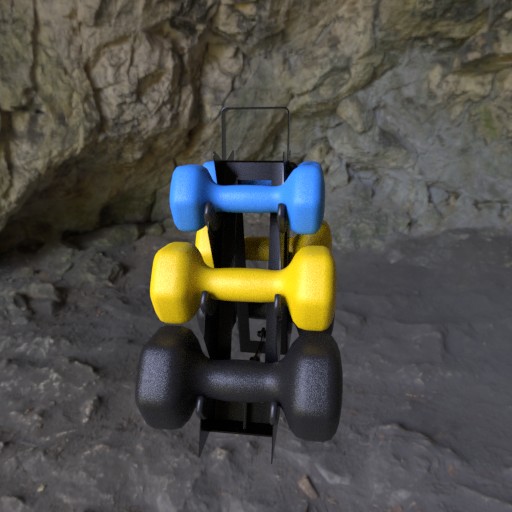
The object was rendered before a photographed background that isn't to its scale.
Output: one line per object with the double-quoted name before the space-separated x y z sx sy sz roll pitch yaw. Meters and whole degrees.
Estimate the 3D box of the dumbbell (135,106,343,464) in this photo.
"dumbbell" 0.000 0.000 0.670 0.255 0.426 0.409 2 14 8
